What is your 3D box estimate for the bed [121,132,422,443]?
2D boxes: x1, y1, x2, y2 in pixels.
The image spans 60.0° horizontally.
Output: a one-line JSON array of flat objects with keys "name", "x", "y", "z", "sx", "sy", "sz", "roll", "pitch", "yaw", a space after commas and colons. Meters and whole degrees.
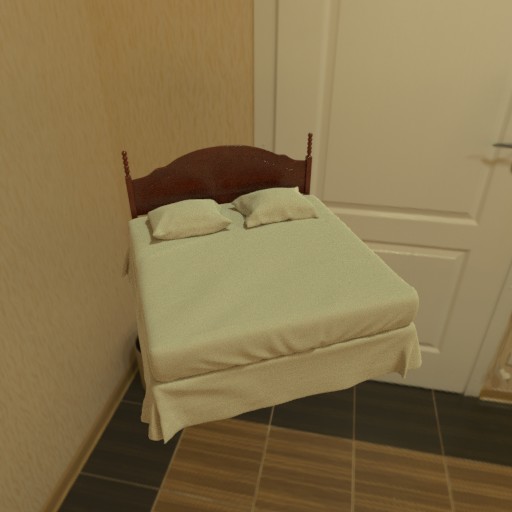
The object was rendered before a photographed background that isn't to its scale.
[{"name": "bed", "x": 0.000, "y": 0.000, "z": 3.801, "sx": 2.322, "sy": 1.355, "sz": 2.219, "roll": -10, "pitch": 33, "yaw": -15}]
